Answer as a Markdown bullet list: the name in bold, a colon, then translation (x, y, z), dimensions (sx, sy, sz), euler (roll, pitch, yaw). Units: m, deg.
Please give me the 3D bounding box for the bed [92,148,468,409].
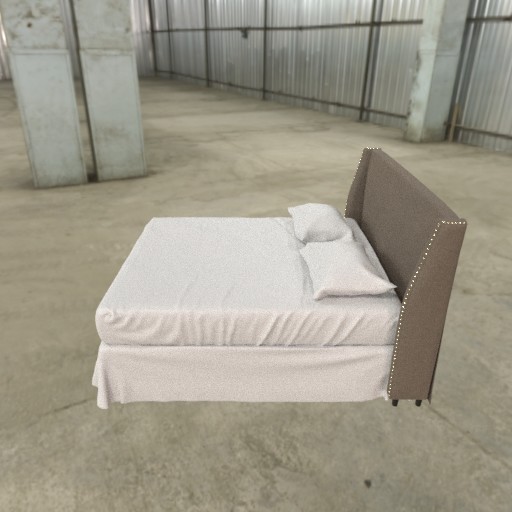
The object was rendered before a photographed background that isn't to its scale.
- **bed**: translation (0.000, 0.000, 3.470), dimensions (2.276, 1.332, 1.925), euler (0, 26, 0)
